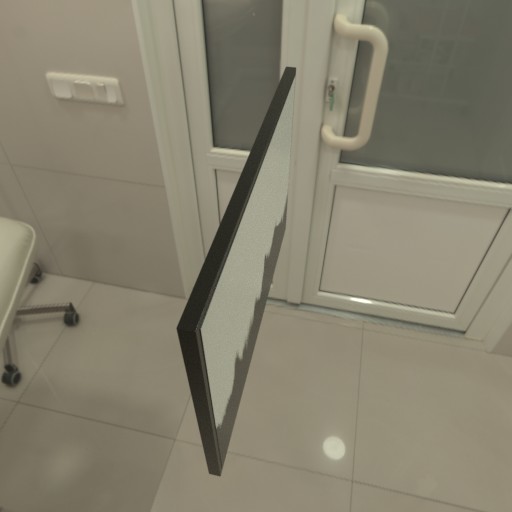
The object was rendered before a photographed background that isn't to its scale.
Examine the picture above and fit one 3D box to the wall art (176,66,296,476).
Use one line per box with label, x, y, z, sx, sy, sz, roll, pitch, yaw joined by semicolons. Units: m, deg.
wall art;0.000;0.000;0.843;0.022;0.446;0.659;9;47;9
